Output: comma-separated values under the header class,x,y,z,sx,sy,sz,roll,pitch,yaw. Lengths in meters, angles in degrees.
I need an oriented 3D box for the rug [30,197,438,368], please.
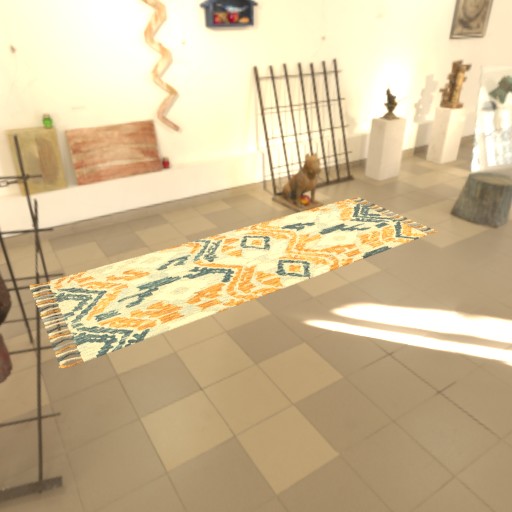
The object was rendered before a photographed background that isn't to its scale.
class,x,y,z,sx,sy,sz,roll,pitch,yaw
rug,0.000,0.000,2.702,2.437,0.010,0.783,-17,33,-29
